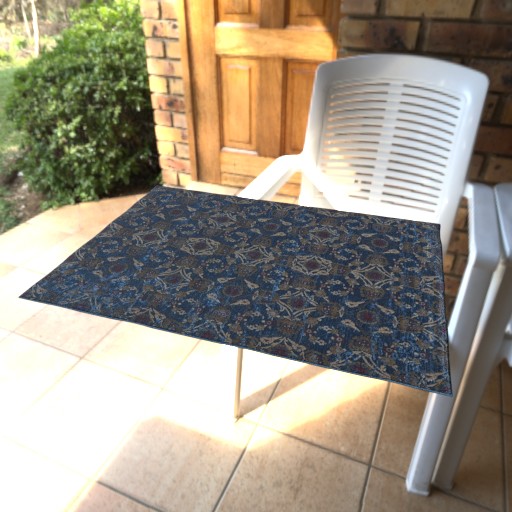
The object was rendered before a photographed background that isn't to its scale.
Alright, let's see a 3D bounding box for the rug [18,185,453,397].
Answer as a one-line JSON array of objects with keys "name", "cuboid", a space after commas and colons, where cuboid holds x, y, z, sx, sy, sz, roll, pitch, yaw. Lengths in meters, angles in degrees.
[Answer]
[{"name": "rug", "cuboid": [0.000, 0.000, 2.745, 2.207, 0.014, 1.567, 10, 34, 15]}]
